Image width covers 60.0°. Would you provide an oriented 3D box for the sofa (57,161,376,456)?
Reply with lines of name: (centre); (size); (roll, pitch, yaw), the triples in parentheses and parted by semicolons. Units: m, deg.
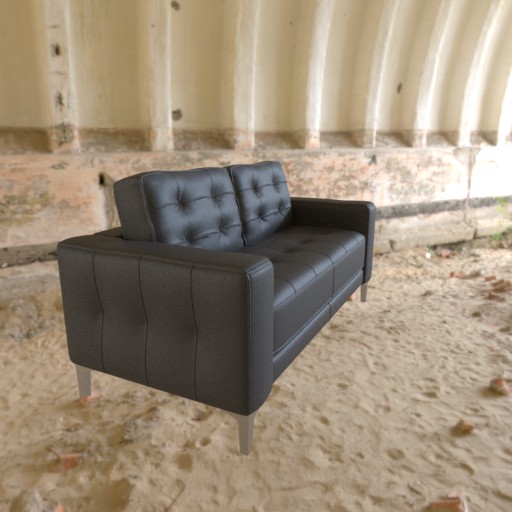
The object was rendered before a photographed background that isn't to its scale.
sofa: (0.000, 0.000, 2.227); (0.833, 0.893, 1.726); (7, 16, 26)
